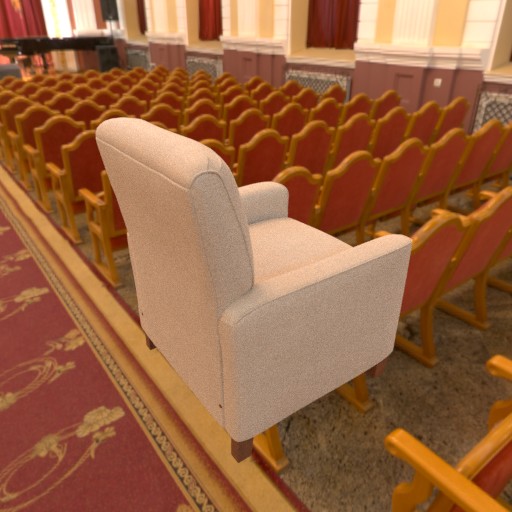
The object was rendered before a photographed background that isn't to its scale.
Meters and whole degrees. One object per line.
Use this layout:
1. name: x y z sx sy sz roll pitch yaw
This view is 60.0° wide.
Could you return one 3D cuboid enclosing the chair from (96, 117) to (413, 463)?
1. chair: 0.000 0.000 1.669 0.858 1.023 0.841 -19 33 -31
